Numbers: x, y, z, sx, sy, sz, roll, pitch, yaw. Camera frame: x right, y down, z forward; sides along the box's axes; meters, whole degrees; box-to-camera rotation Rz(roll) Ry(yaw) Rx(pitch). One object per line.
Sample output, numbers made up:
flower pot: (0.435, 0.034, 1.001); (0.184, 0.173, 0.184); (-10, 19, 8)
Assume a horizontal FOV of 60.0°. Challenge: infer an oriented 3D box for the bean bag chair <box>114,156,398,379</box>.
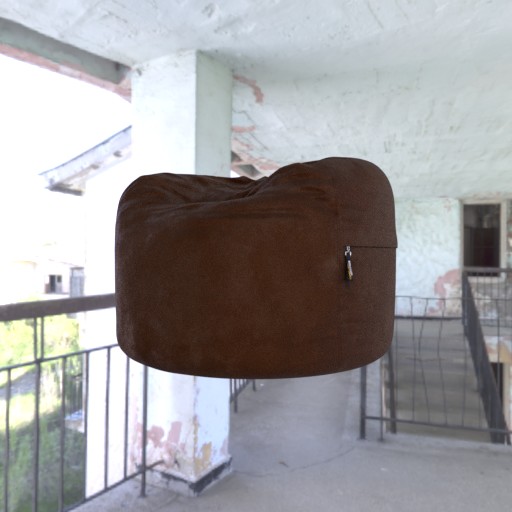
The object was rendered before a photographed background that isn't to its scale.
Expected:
bean bag chair: (0.000, 0.000, 1.505); (0.918, 0.616, 0.918); (0, 0, 0)
